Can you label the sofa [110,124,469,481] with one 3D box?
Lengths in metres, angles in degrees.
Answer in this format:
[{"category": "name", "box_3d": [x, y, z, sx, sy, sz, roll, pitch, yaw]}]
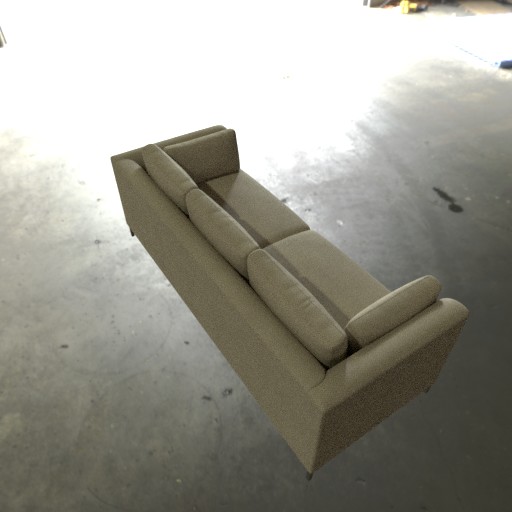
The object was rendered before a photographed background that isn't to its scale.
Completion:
[{"category": "sofa", "box_3d": [0.000, 0.000, 2.923, 0.969, 0.867, 2.415, -24, 48, -24]}]
